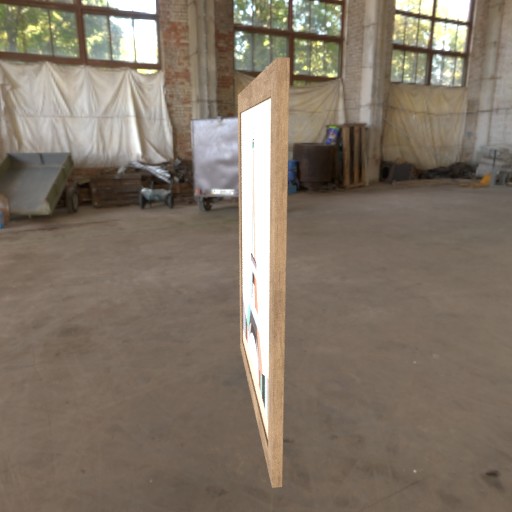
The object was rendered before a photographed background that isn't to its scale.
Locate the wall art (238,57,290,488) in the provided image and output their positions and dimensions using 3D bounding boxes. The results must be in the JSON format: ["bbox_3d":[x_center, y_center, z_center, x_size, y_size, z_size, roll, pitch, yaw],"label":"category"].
[{"bbox_3d":[0.000,0.000,0.932,0.018,0.686,0.534,-2,15,-8],"label":"wall art"}]
